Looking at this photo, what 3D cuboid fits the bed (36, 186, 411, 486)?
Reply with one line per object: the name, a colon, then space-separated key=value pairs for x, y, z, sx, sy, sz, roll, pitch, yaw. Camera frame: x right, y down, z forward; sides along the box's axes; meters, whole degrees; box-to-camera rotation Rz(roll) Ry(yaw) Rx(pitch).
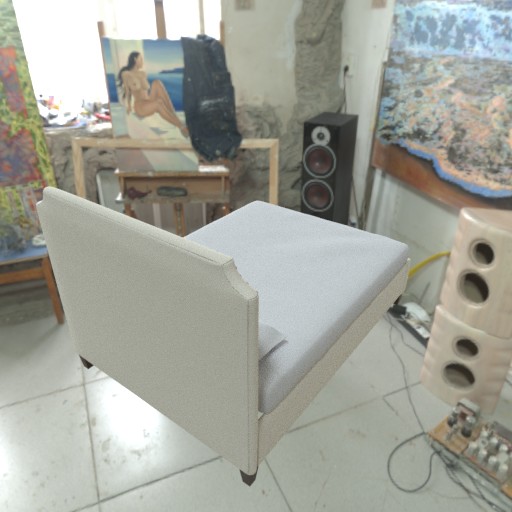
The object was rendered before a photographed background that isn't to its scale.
bed: x=0.000 y=0.000 z=3.410 sx=1.712 sy=1.497 sz=2.372 roll=21 pitch=36 yaw=32
